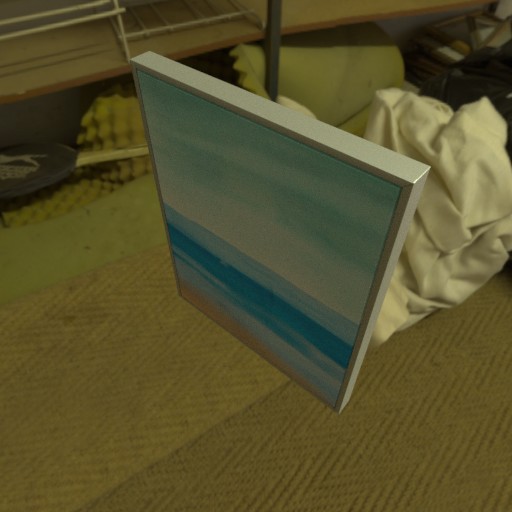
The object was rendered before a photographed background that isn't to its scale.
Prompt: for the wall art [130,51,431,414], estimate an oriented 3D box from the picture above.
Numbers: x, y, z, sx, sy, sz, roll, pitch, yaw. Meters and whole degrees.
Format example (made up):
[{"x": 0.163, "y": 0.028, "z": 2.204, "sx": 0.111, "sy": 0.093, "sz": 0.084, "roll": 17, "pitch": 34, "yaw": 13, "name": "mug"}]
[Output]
[{"x": 0.000, "y": 0.000, "z": 0.752, "sx": 0.445, "sy": 0.553, "sz": 0.039, "roll": 32, "pitch": 55, "yaw": 26, "name": "wall art"}]
